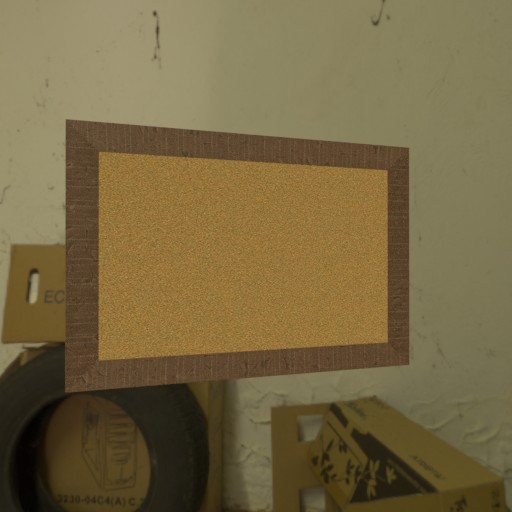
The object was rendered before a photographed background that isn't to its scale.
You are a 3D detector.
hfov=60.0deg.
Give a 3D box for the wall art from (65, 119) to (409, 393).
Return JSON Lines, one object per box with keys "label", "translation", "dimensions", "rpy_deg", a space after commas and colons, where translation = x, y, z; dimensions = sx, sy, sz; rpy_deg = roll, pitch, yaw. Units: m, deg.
{"label": "wall art", "translation": [0.000, 0.000, 1.156], "dimensions": [0.917, 0.626, 0.019], "rpy_deg": [0, 0, -17]}
